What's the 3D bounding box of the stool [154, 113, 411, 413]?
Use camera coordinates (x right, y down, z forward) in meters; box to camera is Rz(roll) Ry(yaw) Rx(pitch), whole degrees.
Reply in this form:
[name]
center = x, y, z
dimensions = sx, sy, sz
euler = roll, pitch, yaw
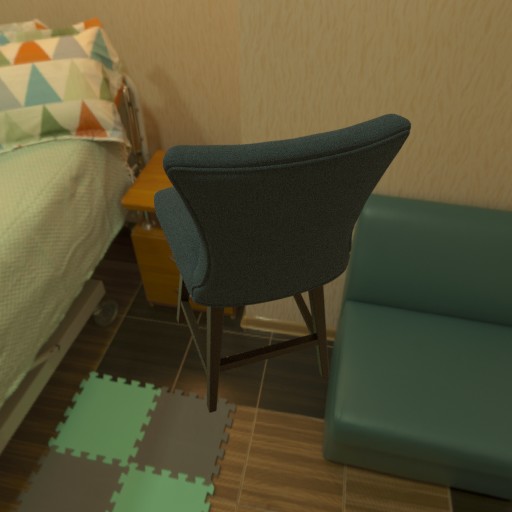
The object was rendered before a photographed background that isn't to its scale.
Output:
[stool]
center = 0.000, 0.000, 1.331
dimensions = 0.514, 1.000, 0.574
euler = -12, 43, -14
